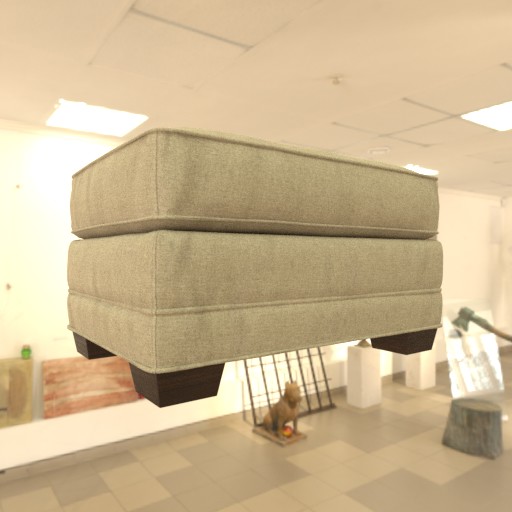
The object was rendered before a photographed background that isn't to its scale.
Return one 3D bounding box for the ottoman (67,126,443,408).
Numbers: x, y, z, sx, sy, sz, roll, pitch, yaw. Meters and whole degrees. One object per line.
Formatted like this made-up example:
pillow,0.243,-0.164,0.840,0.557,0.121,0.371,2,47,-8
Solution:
ottoman,0.000,0.000,1.186,0.848,0.508,0.611,0,0,-36
